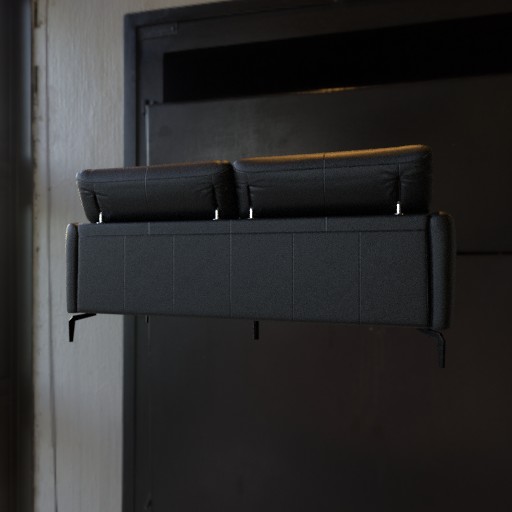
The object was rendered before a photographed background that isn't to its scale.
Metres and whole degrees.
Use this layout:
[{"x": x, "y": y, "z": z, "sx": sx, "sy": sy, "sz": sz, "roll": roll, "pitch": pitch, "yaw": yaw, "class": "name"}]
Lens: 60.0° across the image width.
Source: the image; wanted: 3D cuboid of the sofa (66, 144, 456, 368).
[{"x": 0.000, "y": 0.000, "z": 2.547, "sx": 2.069, "sy": 0.957, "sz": 0.856, "roll": 0, "pitch": 0, "yaw": 18, "class": "sofa"}]
